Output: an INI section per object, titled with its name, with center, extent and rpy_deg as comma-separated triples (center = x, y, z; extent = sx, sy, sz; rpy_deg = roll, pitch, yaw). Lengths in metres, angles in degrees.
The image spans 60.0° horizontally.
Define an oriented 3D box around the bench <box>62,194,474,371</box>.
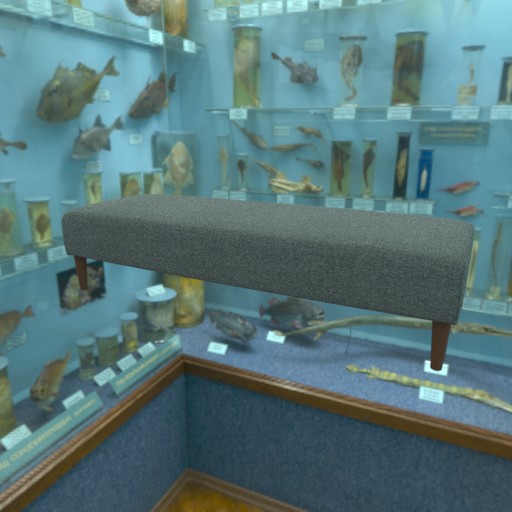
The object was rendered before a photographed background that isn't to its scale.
[bench]
center = 0.000, 0.000, 1.848
extent = 1.598, 0.384, 0.631
rpy_deg = 8, 18, 26
